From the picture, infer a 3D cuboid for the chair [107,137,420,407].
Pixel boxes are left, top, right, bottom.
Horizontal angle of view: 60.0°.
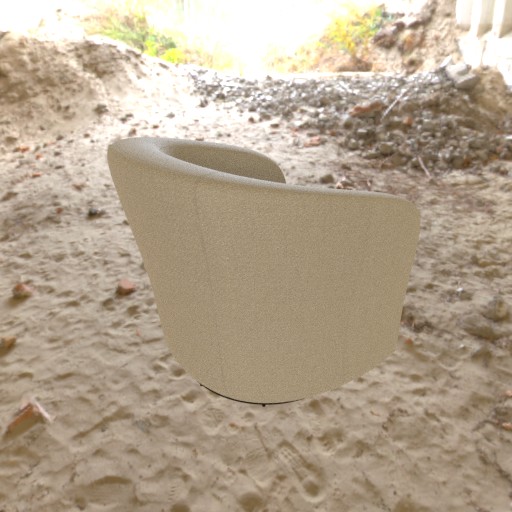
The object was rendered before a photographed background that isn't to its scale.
[{"bbox_3d":[0.000,0.000,1.441,0.815,0.771,0.791,-18,31,-32],"label":"chair"}]
